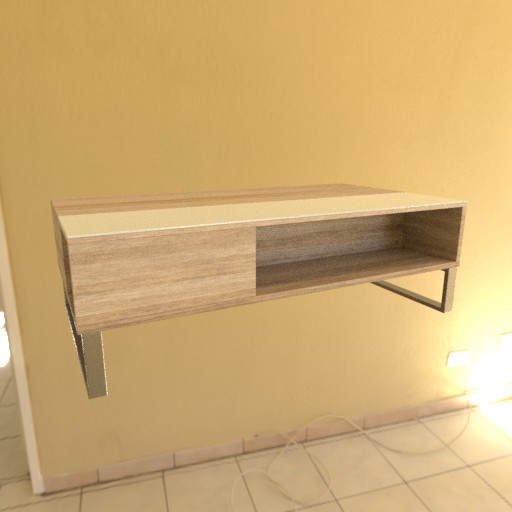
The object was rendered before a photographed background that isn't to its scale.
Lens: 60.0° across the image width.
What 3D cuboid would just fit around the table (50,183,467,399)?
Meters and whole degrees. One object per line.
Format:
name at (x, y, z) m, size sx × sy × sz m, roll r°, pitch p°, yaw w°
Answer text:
table at (0.000, 0.000, 1.376) m, size 1.100 × 0.350 × 0.600 m, roll -7°, pitch 16°, yaw -26°
